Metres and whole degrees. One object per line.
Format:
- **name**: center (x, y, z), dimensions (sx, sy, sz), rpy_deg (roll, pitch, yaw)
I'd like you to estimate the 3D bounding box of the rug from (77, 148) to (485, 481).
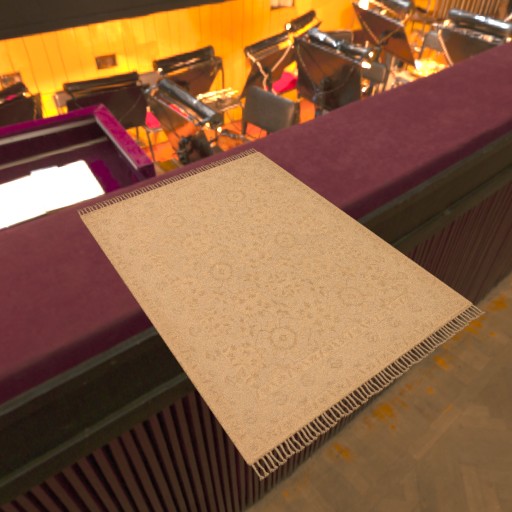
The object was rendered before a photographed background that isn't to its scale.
- **rug**: center (0.000, 0.000, 2.226), dimensions (1.223, 0.015, 1.771), rpy_deg (-26, 49, -25)
